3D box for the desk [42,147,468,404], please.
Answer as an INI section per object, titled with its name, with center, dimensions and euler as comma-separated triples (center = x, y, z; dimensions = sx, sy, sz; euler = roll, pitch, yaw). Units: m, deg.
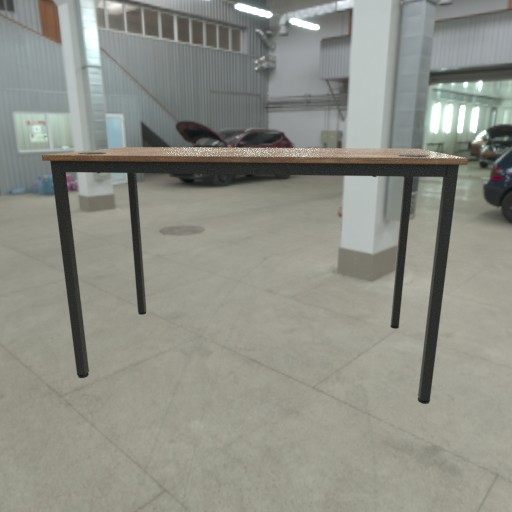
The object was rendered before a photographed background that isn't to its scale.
[desk]
center = 0.000, 0.000, 1.620
dimensions = 1.200, 0.749, 0.600
euler = 2, 16, 7
